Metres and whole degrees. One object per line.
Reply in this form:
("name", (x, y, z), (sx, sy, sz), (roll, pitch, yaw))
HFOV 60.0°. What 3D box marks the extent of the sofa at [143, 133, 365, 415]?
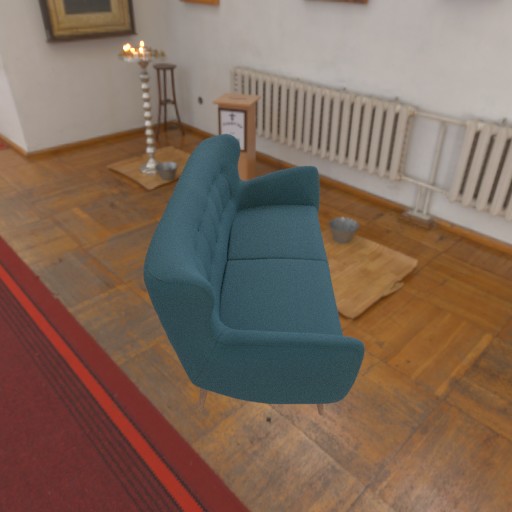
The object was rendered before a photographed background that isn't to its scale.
("sofa", (0.000, 0.000, 2.536), (0.889, 0.890, 1.930), (1, 32, 1))
